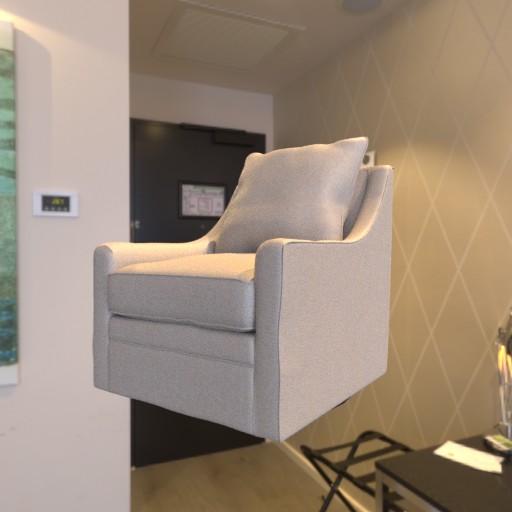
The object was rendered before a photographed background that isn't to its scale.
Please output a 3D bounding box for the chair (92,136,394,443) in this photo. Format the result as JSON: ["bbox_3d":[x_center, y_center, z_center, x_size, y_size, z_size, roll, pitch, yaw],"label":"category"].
[{"bbox_3d":[0.000,0.000,1.622,0.760,0.942,0.876,1,1,35],"label":"chair"}]
